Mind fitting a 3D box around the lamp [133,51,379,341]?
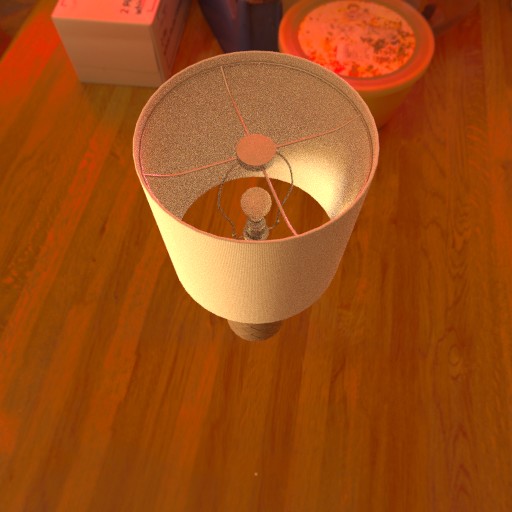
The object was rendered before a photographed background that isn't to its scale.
[{"bbox_3d":[0.000,0.000,0.580,0.207,0.461,0.207,-18,65,-8],"label":"lamp"}]
